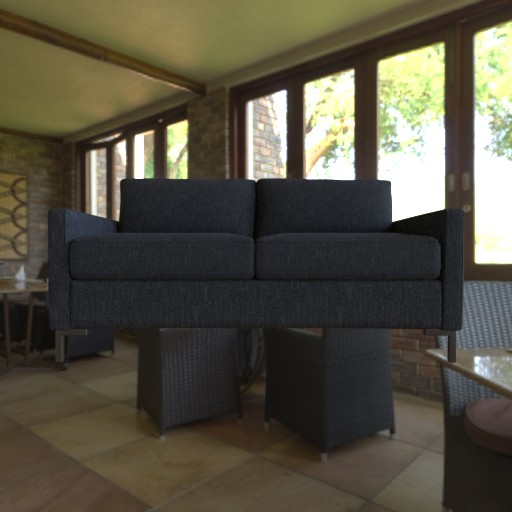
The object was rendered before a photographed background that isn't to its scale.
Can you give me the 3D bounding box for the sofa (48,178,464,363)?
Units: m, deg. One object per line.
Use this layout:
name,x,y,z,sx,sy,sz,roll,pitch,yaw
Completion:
sofa,0.000,0.000,2.199,1.716,0.862,0.866,0,0,0
